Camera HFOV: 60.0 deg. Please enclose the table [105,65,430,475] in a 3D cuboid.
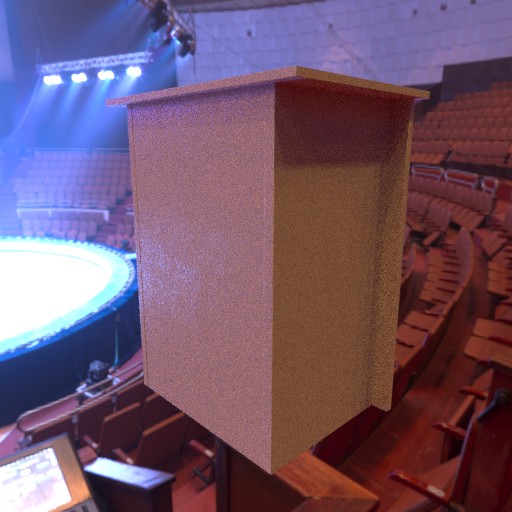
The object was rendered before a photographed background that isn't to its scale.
[{"bbox_3d":[0.000,0.000,1.042,0.406,0.711,0.589,-12,18,-42],"label":"table"}]
